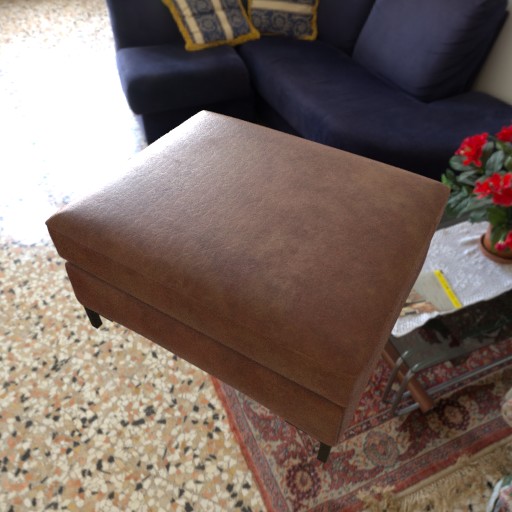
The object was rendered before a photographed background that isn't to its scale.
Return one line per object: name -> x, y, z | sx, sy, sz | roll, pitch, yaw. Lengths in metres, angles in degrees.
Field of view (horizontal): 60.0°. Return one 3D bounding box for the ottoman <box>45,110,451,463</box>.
ottoman -> 0.000, 0.000, 1.799 | 1.186, 0.667, 0.965 | 23, 50, 21
